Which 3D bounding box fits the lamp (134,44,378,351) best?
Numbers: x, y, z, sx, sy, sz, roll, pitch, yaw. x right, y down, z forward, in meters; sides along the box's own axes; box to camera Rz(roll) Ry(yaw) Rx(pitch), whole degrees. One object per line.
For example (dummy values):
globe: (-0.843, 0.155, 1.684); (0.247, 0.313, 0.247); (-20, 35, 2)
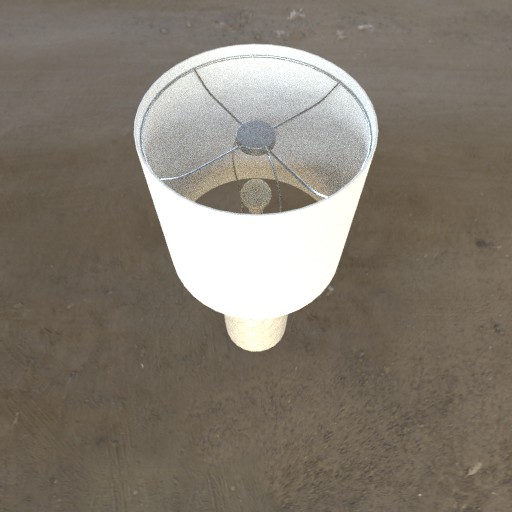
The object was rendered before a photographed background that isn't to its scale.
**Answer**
lamp: (0.000, 0.000, 0.576); (0.207, 0.461, 0.207); (-33, 65, -18)
